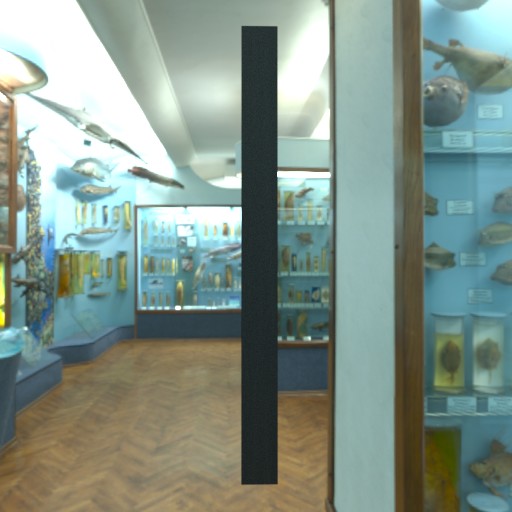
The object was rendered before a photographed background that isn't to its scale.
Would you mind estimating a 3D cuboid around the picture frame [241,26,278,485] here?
[{"bbox_3d":[0.000,0.000,0.763,0.044,0.555,0.452,0,-1,-1],"label":"picture frame"}]
